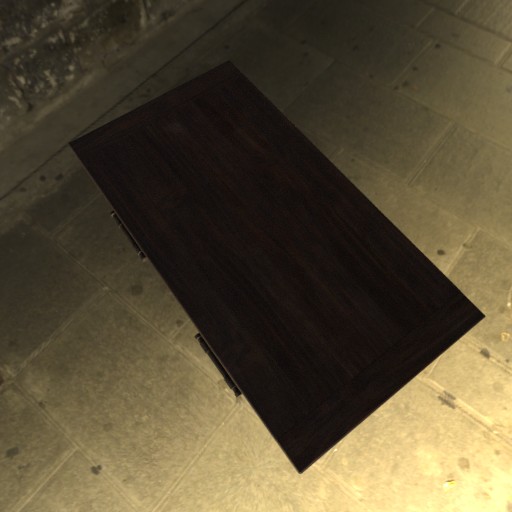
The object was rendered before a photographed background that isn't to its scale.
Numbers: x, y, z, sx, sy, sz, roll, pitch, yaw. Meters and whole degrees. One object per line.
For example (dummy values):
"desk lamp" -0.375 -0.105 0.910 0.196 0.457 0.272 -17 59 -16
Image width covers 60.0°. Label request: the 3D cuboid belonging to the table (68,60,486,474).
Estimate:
"table" 0.000 0.000 1.609 0.700 0.494 1.270 -34 69 -15
